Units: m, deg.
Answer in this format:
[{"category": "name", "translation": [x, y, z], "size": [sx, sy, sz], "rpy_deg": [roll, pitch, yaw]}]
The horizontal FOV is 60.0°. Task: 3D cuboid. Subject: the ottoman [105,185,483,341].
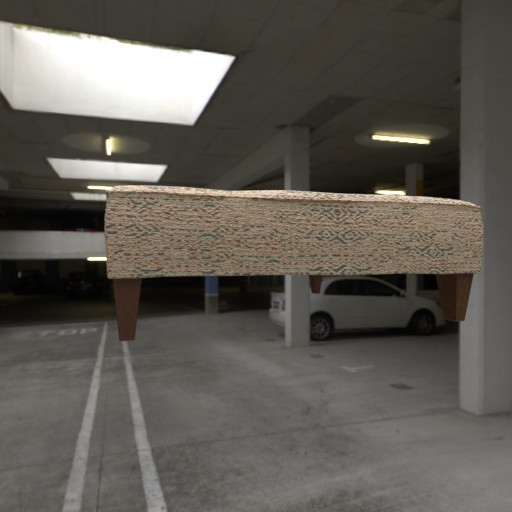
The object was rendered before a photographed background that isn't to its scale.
[{"category": "ottoman", "translation": [0.000, 0.000, 1.512], "size": [0.968, 0.356, 1.004], "rpy_deg": [0, 0, -18]}]
